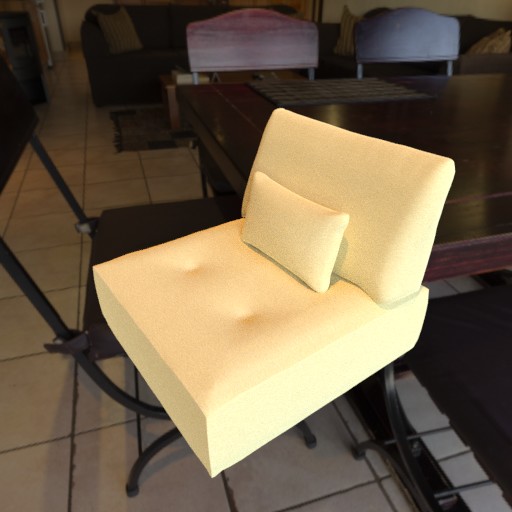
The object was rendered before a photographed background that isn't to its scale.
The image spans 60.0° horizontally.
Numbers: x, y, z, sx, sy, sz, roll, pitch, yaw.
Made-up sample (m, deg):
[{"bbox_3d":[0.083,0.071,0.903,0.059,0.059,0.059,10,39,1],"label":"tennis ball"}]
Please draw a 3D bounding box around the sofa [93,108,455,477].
[{"bbox_3d":[0.000,0.000,1.695,1.000,0.820,0.930,-21,37,-30],"label":"sofa"}]
